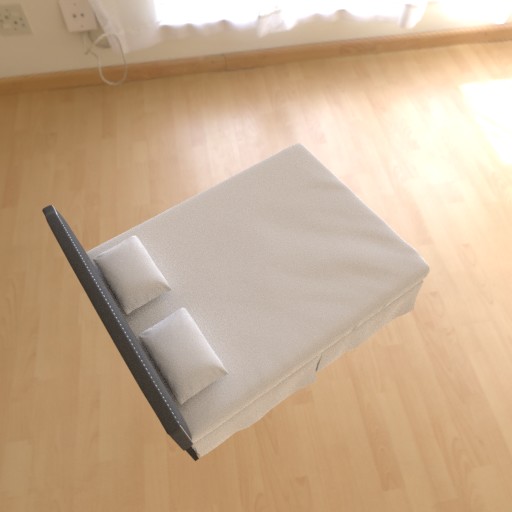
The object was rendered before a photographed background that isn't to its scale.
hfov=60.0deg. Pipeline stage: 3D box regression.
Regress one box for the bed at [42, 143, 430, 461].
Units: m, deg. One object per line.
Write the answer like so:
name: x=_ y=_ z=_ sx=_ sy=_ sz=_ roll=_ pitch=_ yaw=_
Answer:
bed: x=0.000 y=0.000 z=2.937 sx=1.999 sy=1.270 sz=1.558 roll=-31 pitch=63 yaw=-18
